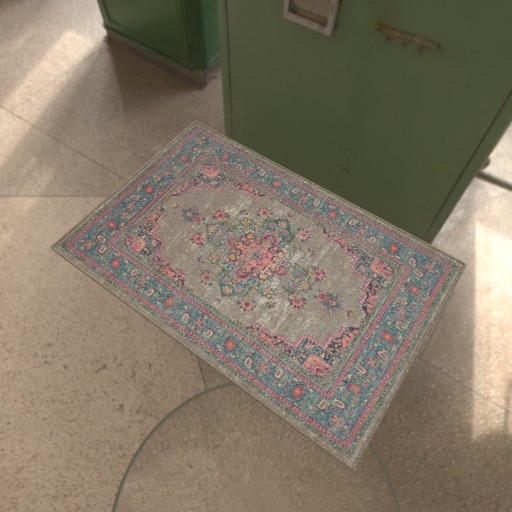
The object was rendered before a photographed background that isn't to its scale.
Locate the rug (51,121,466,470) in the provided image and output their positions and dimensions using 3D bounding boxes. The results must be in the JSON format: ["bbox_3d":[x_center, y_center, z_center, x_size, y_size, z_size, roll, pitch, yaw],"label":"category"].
[{"bbox_3d":[0.000,0.000,2.216,1.748,0.014,1.144,32,64,18],"label":"rug"}]
